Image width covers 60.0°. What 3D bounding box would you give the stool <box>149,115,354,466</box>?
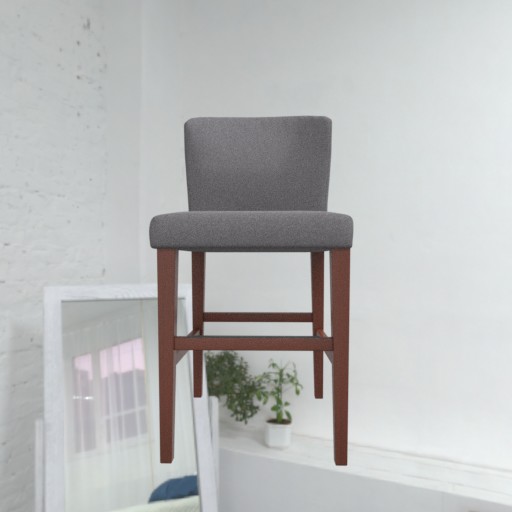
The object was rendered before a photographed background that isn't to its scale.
[{"bbox_3d":[0.000,0.000,1.283,0.481,0.968,0.568,0,0,2],"label":"stool"}]
